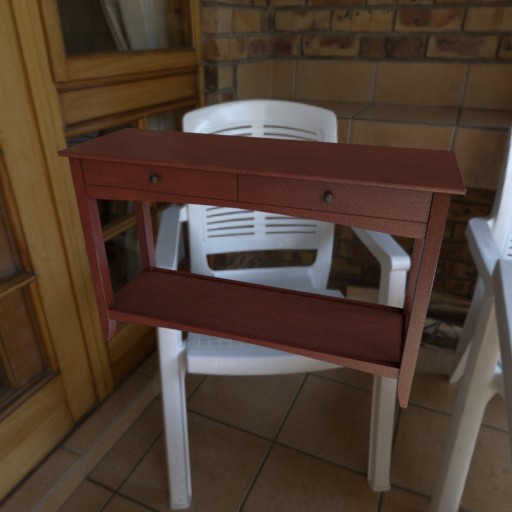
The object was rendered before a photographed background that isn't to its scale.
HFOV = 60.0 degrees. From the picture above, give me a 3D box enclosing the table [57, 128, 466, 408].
[{"bbox_3d":[0.000,0.000,1.559,1.188,0.739,0.392,8,28,16],"label":"table"}]
